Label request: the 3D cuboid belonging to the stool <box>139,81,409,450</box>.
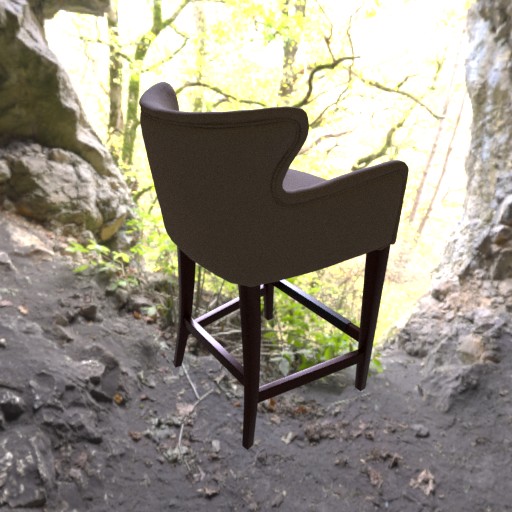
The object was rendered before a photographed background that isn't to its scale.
[{"bbox_3d":[0.000,0.000,1.333,0.570,0.951,0.601,-19,33,-32],"label":"stool"}]
